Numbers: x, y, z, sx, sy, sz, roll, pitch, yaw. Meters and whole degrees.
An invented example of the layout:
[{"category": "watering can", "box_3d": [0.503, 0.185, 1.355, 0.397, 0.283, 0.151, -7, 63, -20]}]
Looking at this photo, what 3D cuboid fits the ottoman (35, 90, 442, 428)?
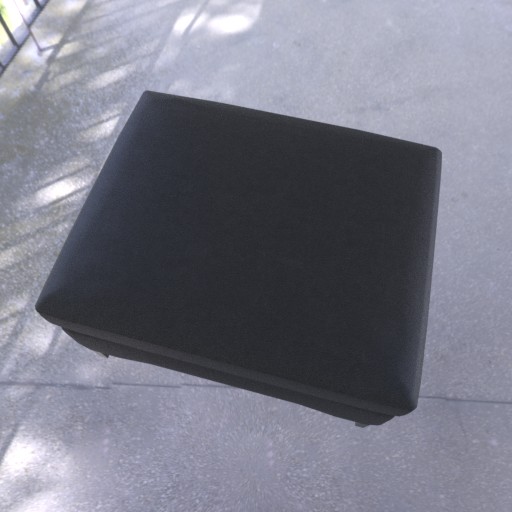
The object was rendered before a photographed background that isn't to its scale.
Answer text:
[{"category": "ottoman", "box_3d": [0.000, 0.000, 1.724, 1.187, 0.696, 0.967, 13, 65, 6]}]
